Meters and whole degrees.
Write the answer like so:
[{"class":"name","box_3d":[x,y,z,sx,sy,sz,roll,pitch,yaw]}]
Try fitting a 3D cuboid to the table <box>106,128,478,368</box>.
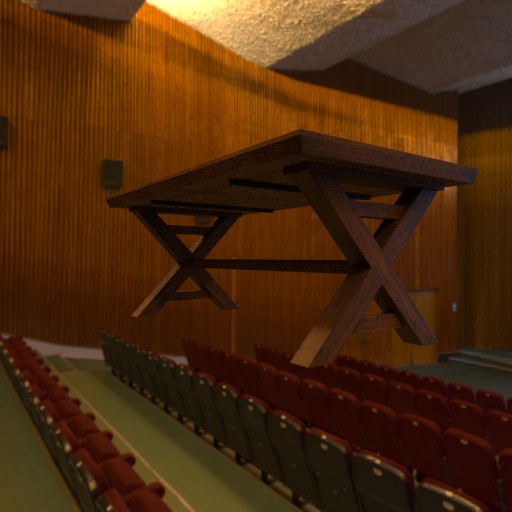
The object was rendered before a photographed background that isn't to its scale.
[{"class":"table","box_3d":[0.000,0.000,2.497,1.071,0.793,1.966,0,0,-36]}]
